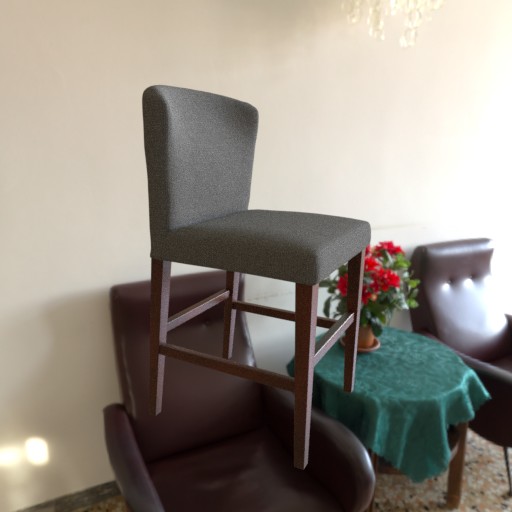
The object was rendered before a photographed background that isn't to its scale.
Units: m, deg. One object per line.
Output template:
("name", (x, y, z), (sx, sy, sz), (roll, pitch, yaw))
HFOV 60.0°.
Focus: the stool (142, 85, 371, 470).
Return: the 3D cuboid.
("stool", (0.000, 0.000, 1.313), (0.568, 0.968, 0.479), (8, 16, 28))
